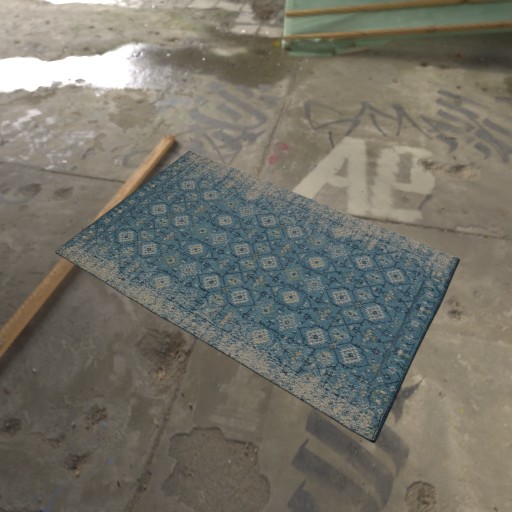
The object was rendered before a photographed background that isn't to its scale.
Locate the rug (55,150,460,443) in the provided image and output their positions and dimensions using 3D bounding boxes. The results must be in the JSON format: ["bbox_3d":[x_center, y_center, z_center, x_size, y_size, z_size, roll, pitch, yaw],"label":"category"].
[{"bbox_3d":[0.000,0.000,3.130,2.449,0.015,1.530,26,52,22],"label":"rug"}]
